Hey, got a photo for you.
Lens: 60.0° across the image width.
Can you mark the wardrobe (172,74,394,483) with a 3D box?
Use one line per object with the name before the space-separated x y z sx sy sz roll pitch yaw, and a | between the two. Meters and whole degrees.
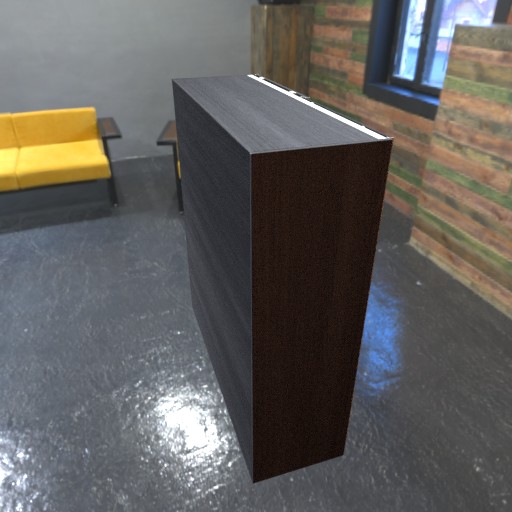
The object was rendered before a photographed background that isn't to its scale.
wardrobe | 0.000 0.000 2.892 0.629 1.960 1.780 -10 32 -16
